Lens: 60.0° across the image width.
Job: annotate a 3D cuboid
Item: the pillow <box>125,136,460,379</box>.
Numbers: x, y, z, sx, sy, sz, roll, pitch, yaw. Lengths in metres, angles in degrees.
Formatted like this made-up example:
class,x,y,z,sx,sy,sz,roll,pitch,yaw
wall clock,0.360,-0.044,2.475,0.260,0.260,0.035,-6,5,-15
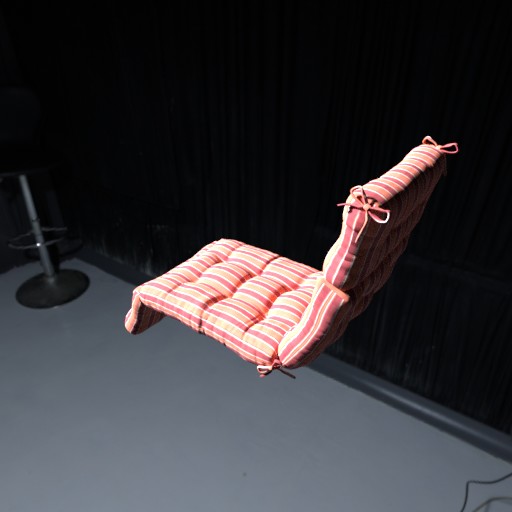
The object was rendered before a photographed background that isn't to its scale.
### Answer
class,x,y,z,sx,sy,sz,roll,pitch,yaw
pillow,0.000,0.000,1.502,1.016,0.863,0.526,21,37,31
